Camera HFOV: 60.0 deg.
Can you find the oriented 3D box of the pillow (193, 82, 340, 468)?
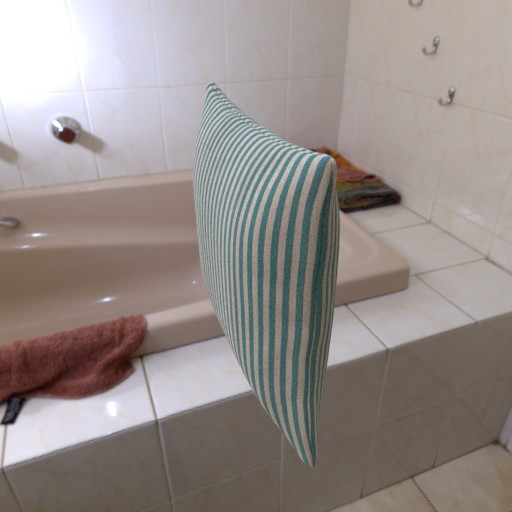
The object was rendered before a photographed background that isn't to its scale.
[{"bbox_3d":[0.000,0.000,0.790,0.166,0.510,0.523,-10,32,-17],"label":"pillow"}]
